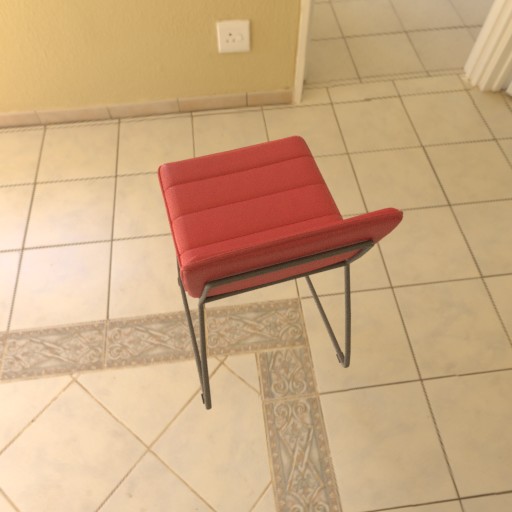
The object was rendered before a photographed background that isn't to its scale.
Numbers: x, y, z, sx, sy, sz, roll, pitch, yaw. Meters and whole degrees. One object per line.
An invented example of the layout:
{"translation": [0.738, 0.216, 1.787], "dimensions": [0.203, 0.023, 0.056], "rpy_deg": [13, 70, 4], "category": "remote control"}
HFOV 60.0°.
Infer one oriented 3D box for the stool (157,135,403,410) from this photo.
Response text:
{"translation": [0.000, 0.000, 1.196], "dimensions": [0.489, 0.866, 0.524], "rpy_deg": [-14, 60, -9], "category": "stool"}
